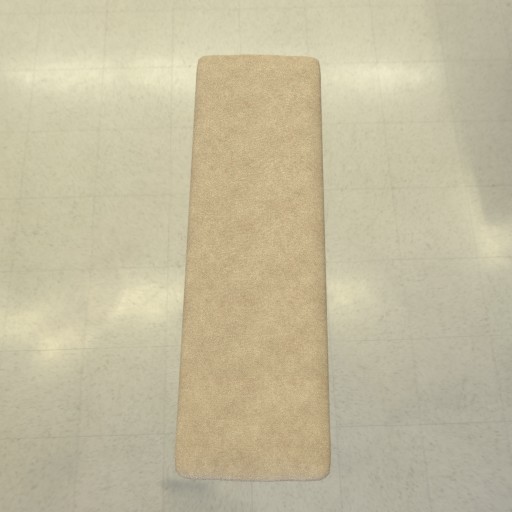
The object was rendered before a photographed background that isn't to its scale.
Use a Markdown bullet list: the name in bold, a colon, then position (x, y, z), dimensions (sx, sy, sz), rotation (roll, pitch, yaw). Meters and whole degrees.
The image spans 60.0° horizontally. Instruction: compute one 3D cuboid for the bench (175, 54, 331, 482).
- **bench**: position (0.000, 0.000, 1.683), dimensions (0.470, 0.447, 1.482), rotation (1, 75, 0)
